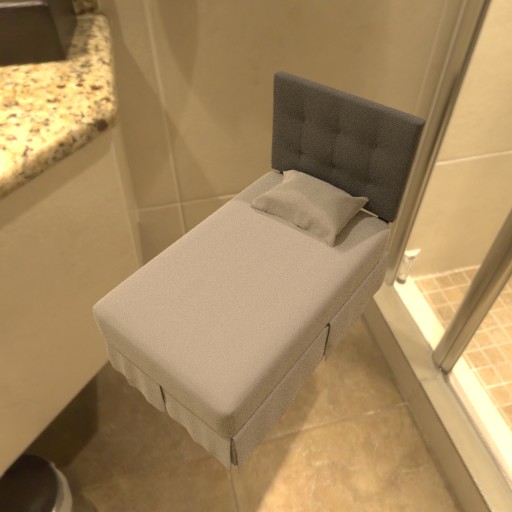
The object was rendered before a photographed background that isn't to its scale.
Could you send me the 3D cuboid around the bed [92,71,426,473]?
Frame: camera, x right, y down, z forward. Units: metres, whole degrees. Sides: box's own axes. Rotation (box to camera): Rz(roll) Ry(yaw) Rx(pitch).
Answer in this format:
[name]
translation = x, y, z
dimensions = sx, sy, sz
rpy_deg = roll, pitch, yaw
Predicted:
[bed]
translation = 0.000, 0.000, 3.005
dimensions = 1.261, 1.571, 1.997
rpy_deg = 30, 53, 26
